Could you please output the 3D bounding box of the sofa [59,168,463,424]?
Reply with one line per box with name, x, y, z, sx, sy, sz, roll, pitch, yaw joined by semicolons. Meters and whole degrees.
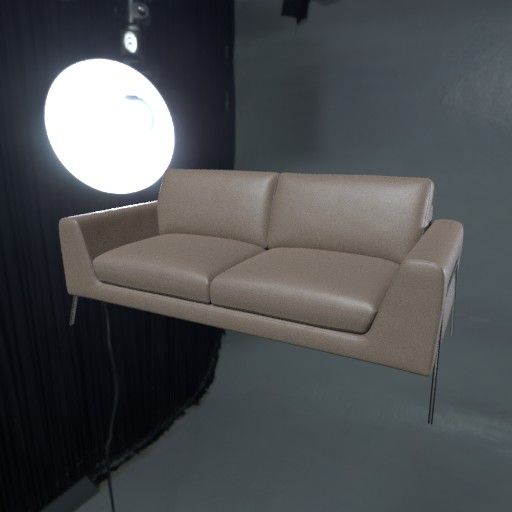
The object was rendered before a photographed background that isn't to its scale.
sofa;0.000;0.000;2.436;2.017;0.875;0.953;8;17;27
